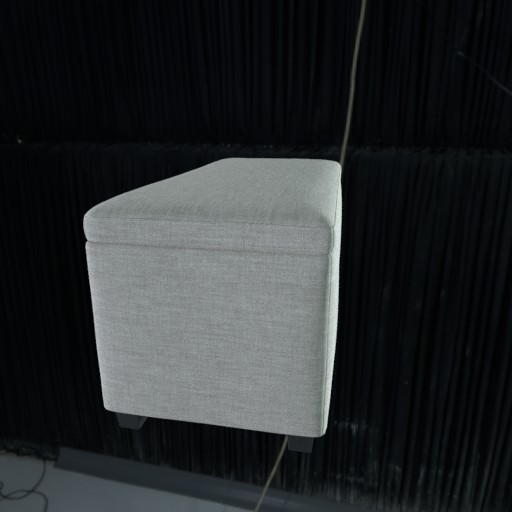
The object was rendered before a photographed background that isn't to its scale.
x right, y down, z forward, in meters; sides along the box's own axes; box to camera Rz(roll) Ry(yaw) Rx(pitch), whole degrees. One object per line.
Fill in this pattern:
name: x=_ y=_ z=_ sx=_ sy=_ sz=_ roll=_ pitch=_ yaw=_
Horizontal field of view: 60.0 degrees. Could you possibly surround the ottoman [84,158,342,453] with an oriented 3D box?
ottoman: x=0.000 y=0.000 z=1.125 sx=0.419 sy=0.432 sz=0.902 roll=3 pitch=18 yaw=10
